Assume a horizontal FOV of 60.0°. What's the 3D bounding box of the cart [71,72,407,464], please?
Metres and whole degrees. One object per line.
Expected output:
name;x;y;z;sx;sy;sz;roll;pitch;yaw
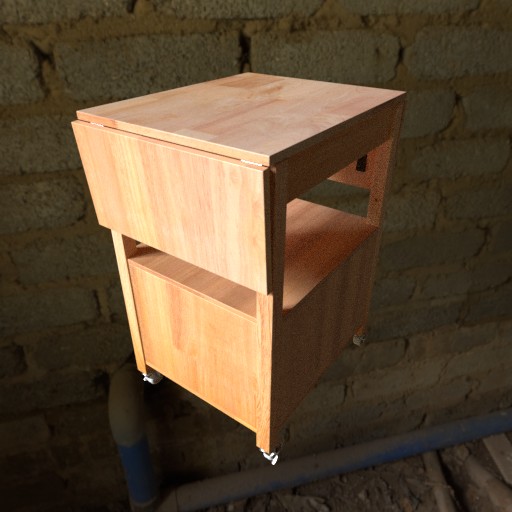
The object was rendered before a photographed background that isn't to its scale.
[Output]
cart;0.000;0.000;1.240;0.508;0.838;0.640;21;37;30
